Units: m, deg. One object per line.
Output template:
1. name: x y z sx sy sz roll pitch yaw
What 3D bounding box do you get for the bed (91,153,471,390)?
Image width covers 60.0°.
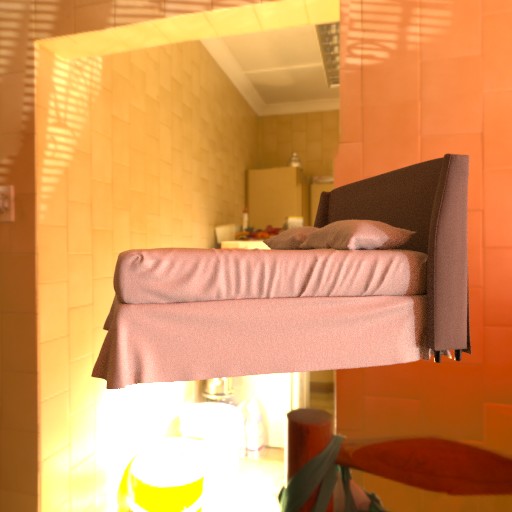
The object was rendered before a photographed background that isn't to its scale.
1. bed: 0.000 0.000 3.377 2.276 1.332 1.925 0 0 -17
